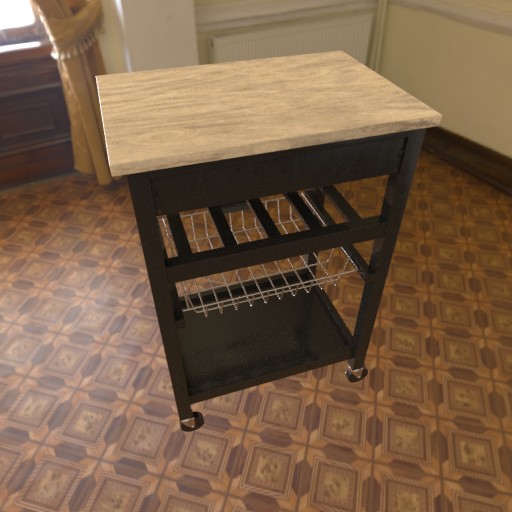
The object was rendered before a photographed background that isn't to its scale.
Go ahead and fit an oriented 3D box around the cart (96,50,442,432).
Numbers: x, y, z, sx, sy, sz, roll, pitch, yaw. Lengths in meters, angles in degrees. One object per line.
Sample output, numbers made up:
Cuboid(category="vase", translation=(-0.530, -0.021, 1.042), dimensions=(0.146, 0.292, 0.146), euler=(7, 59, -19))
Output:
Cuboid(category="cart", translation=(0.000, 0.000, 1.137), dimensions=(0.584, 0.839, 0.403), euler=(-12, 42, -14))
